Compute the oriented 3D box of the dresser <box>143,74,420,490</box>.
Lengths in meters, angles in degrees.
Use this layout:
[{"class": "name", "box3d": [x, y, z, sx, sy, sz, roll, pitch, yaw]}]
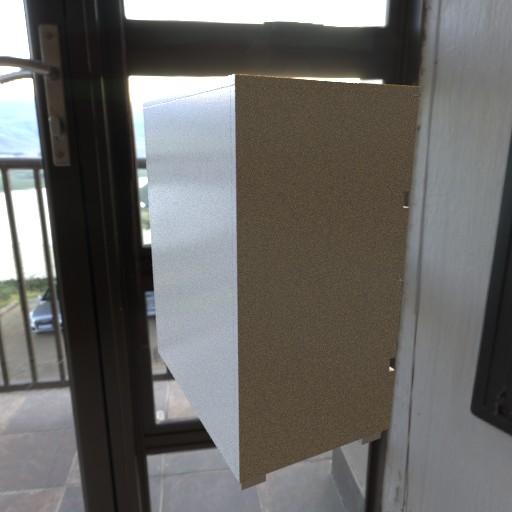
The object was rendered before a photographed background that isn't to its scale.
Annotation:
[{"class": "dresser", "box3d": [0.000, 0.000, 1.173, 0.400, 0.800, 0.650, -7, 17, -26]}]
